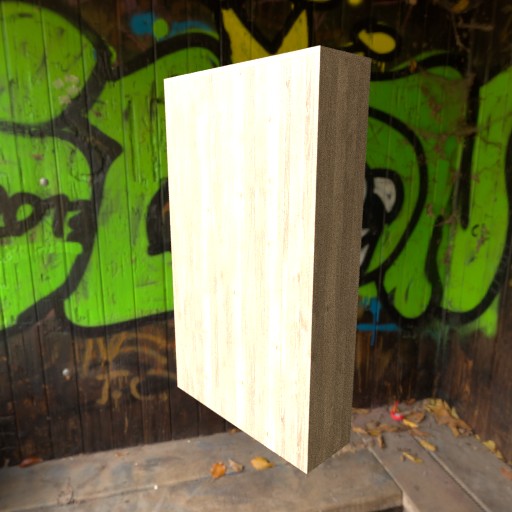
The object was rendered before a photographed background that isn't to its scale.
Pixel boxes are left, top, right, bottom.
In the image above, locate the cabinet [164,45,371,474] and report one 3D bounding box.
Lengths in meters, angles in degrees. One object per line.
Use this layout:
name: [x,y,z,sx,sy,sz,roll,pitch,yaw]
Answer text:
cabinet: [0.000,0.000,1.635,0.250,1.280,0.750,-12,18,-42]
